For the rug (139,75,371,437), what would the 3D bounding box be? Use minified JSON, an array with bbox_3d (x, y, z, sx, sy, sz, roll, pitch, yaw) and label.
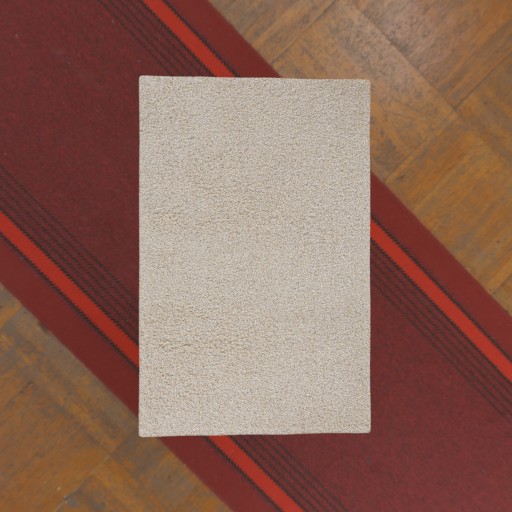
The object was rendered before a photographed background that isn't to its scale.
[{"bbox_3d":[0.000,0.000,3.407,1.778,0.030,2.743,0,90,-3],"label":"rug"}]
